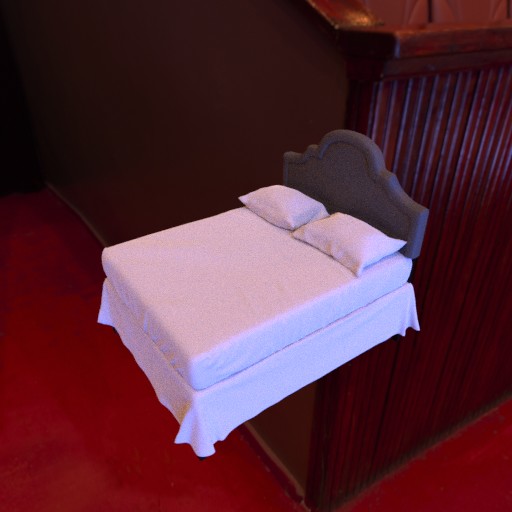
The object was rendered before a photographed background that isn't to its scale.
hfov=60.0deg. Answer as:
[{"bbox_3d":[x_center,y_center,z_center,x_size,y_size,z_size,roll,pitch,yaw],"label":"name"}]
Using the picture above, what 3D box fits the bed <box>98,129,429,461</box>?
[{"bbox_3d":[0.000,0.000,3.466,2.222,1.634,1.780,-20,37,-30],"label":"bed"}]
